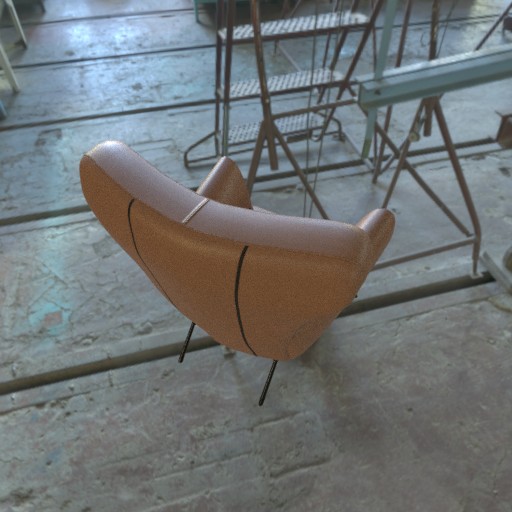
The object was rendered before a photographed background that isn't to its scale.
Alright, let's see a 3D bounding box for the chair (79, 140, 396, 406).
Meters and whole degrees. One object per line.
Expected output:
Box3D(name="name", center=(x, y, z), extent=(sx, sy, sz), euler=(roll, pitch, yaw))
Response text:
Box3D(name="chair", center=(0.000, 0.000, 1.797), extent=(0.980, 1.050, 0.900), euler=(22, 50, 20))
